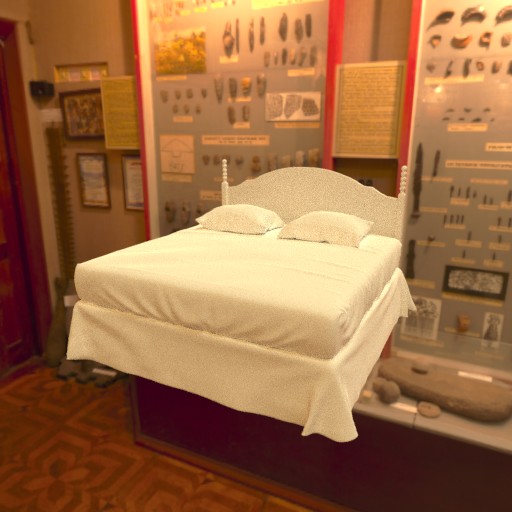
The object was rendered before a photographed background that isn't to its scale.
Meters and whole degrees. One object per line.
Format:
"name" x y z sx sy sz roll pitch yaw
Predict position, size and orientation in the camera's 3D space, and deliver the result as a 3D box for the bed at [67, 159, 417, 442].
"bed" 0.000 0.000 3.601 2.322 1.355 2.219 8 18 26
